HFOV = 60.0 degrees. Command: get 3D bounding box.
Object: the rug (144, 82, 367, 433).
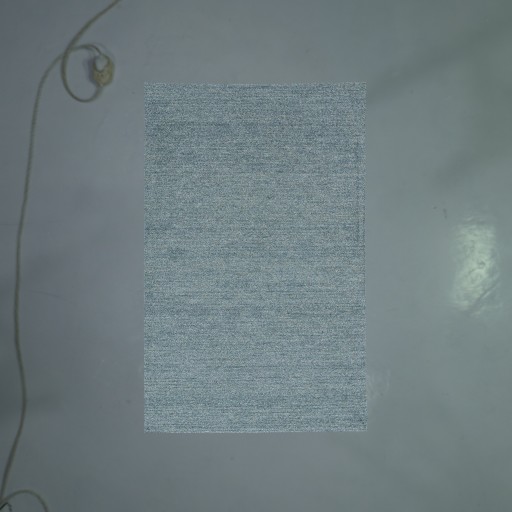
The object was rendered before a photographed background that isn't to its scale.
[{"bbox_3d":[0.000,0.000,2.335,1.174,0.022,1.853,0,89,-1],"label":"rug"}]
